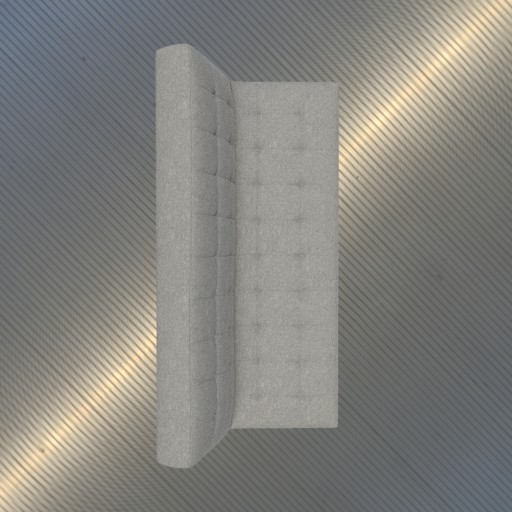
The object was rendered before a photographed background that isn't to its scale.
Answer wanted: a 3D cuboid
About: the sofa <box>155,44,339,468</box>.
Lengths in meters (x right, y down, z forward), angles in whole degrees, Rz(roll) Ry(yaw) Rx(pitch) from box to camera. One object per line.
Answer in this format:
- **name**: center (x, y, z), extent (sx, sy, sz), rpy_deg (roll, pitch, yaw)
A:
- **sofa**: center (0.000, 0.000, 2.231), extent (0.860, 0.810, 1.800), rpy_deg (0, 91, -1)
